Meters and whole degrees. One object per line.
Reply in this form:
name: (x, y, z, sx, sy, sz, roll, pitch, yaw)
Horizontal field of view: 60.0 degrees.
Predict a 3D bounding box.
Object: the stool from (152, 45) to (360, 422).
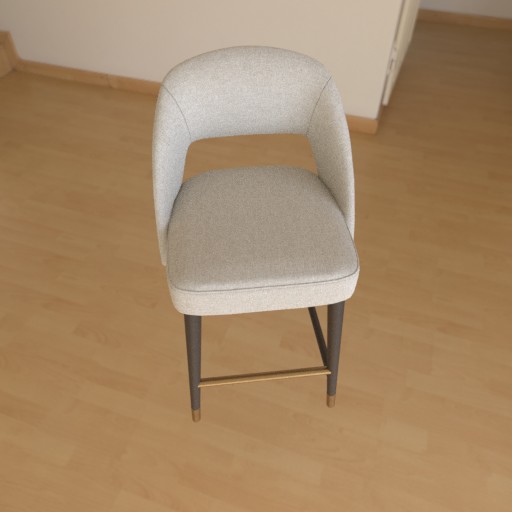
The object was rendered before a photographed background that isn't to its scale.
stool: (0.000, 0.000, 1.228, 0.494, 0.940, 0.509, -5, 47, -4)
